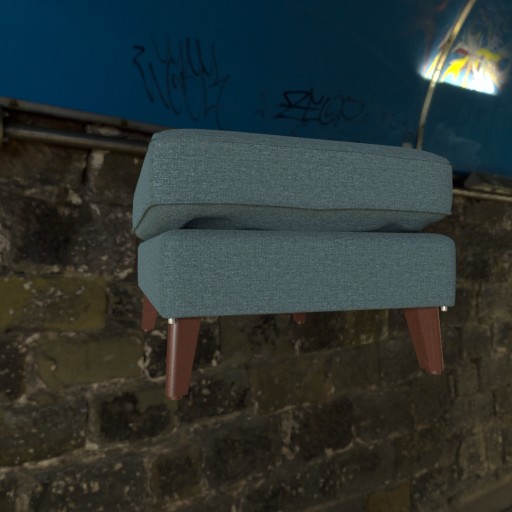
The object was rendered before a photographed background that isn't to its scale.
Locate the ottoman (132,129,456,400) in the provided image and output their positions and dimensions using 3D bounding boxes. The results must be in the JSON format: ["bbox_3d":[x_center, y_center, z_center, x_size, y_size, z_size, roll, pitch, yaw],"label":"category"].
[{"bbox_3d":[0.000,0.000,1.216,0.629,0.503,0.835,0,0,-18],"label":"ottoman"}]
